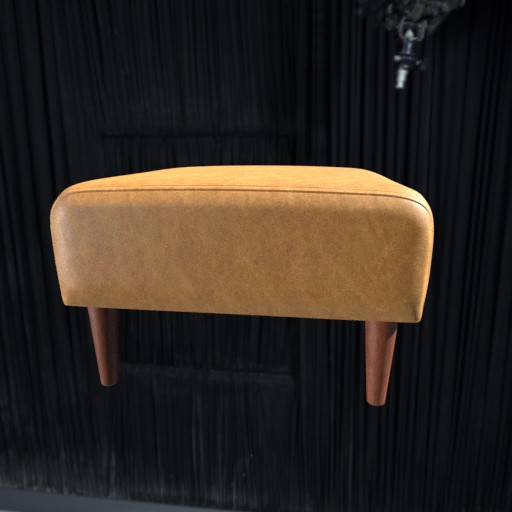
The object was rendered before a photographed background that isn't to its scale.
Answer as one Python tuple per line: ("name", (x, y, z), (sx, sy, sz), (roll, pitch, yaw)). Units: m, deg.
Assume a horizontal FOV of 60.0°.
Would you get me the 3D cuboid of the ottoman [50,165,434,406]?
("ottoman", (0.000, 0.000, 1.034), (0.650, 0.399, 0.650), (2, 14, 8))
